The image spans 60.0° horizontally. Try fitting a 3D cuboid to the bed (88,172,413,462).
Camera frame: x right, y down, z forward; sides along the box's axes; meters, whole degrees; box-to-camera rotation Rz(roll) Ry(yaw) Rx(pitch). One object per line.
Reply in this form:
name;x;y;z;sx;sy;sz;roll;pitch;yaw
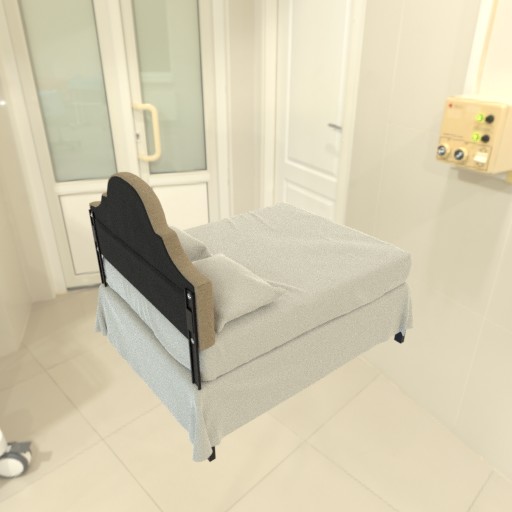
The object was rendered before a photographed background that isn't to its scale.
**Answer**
bed;0.000;0.000;3.480;2.222;1.634;1.780;-19;32;-33
